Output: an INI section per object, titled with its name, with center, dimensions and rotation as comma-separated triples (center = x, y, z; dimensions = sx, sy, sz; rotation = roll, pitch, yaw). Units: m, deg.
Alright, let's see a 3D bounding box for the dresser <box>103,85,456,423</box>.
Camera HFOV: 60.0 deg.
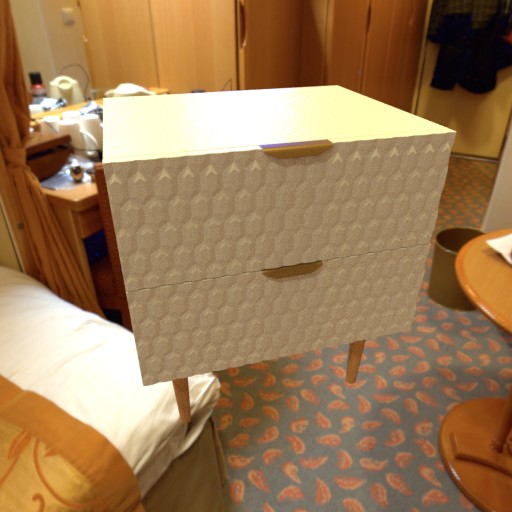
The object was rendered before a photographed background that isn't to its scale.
[dresser]
center = 0.000, 0.000, 0.903
dimensions = 0.503, 0.568, 0.414
rotation = -9, 32, -14
